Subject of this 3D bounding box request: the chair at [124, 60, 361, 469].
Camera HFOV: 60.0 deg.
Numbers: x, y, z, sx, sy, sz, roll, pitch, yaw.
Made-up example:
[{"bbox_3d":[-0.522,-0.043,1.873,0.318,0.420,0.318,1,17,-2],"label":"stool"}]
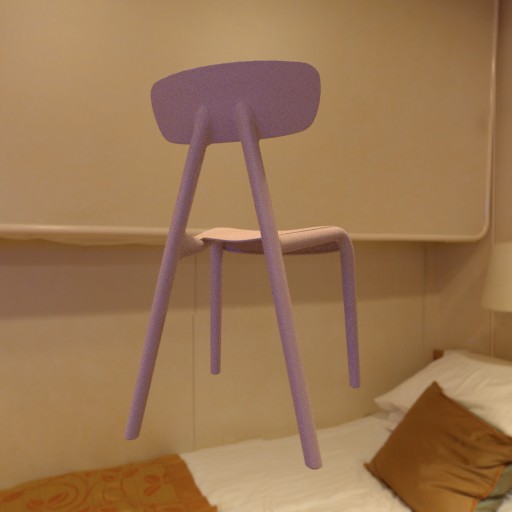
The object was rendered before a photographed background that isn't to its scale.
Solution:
[{"bbox_3d":[0.000,0.000,0.838,0.356,0.580,0.401,0,1,18],"label":"chair"}]
